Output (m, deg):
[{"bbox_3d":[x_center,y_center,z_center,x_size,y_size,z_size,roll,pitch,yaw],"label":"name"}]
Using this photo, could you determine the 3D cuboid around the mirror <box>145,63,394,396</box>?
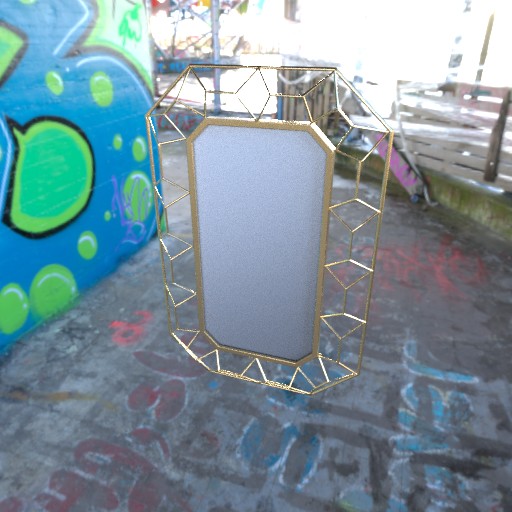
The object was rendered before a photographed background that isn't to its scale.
[{"bbox_3d":[0.000,0.000,1.102,0.572,0.870,0.051,9,28,16],"label":"mirror"}]
